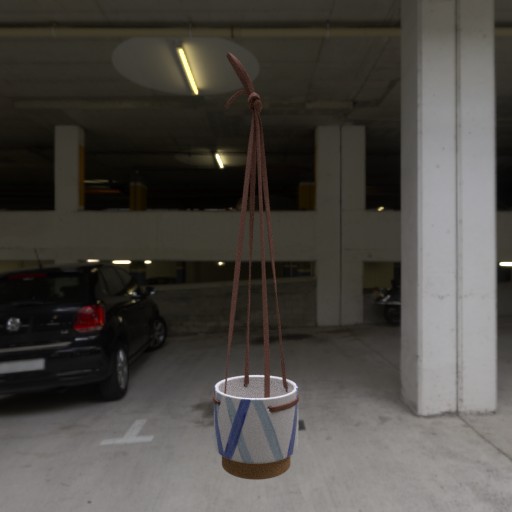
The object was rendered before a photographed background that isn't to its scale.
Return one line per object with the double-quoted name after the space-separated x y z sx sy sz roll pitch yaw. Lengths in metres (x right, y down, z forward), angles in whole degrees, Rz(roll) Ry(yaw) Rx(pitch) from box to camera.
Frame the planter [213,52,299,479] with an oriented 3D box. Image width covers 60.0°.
0.000 0.000 0.809 0.157 0.753 0.153 0 0 0 "planter"
